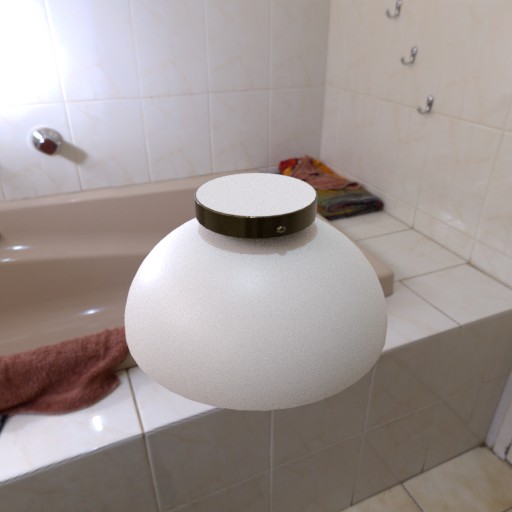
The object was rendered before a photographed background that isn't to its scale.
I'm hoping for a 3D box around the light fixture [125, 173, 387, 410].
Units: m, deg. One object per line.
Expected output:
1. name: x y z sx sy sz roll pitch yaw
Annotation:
1. light fixture: 0.000 0.000 0.579 0.355 0.177 0.355 0 29 0
